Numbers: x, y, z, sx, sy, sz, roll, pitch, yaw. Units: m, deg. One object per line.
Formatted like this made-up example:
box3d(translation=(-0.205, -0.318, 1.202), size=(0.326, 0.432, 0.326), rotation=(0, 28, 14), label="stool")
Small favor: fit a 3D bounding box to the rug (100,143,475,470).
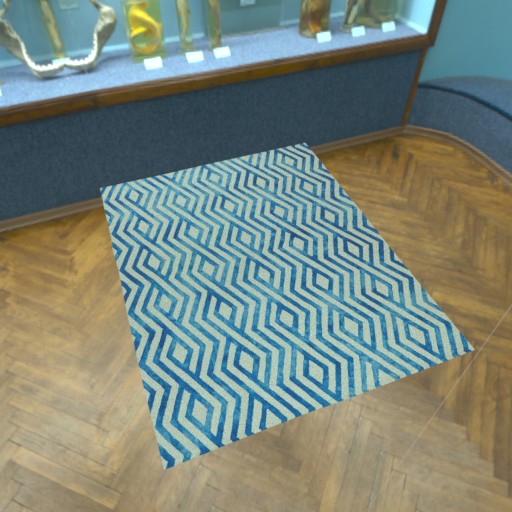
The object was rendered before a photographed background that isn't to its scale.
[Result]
box3d(translation=(0.000, 0.000, 4.098), size=(2.453, 0.008, 3.059), rotation=(-16, 49, -14), label="rug")
